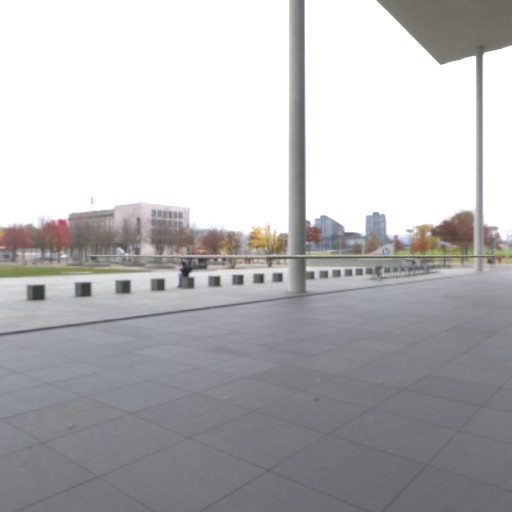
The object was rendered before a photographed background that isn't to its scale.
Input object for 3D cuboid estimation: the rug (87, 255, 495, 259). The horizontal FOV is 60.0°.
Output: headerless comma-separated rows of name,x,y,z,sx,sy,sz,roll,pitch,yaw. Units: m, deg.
rug,0.000,0.000,2.861,1.524,0.011,2.286,0,0,-35
